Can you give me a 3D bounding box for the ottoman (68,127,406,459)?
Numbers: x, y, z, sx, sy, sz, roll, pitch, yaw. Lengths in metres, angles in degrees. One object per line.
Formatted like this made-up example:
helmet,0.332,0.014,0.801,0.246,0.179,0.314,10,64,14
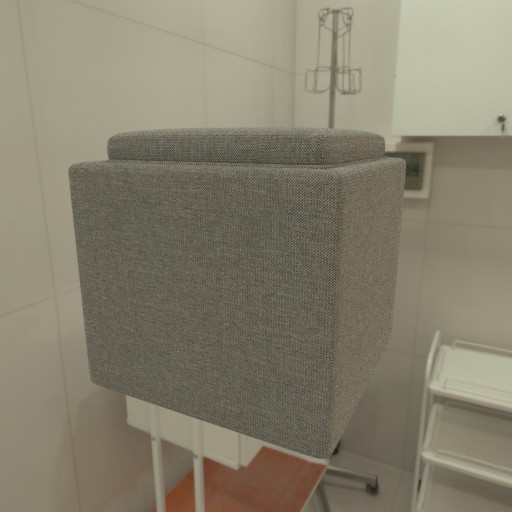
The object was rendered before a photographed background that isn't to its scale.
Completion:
ottoman,0.000,0.000,0.830,0.450,0.460,0.450,7,17,26
